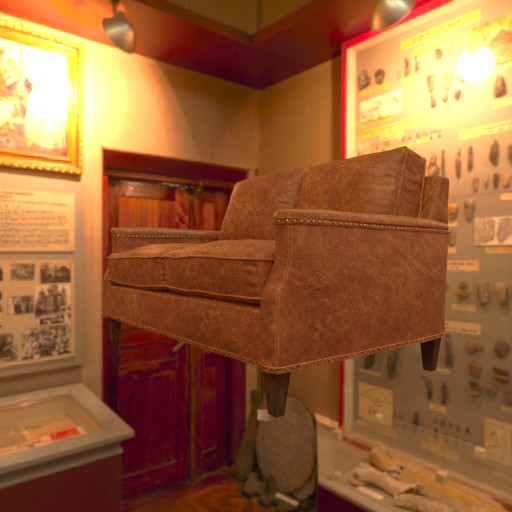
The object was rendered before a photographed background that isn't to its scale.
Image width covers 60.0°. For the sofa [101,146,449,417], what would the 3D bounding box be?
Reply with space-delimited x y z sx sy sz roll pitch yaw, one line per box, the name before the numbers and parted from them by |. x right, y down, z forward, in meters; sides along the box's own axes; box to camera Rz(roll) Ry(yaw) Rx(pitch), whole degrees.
sofa | 0.000 0.000 2.275 1.084 1.003 1.597 0 0 -38
